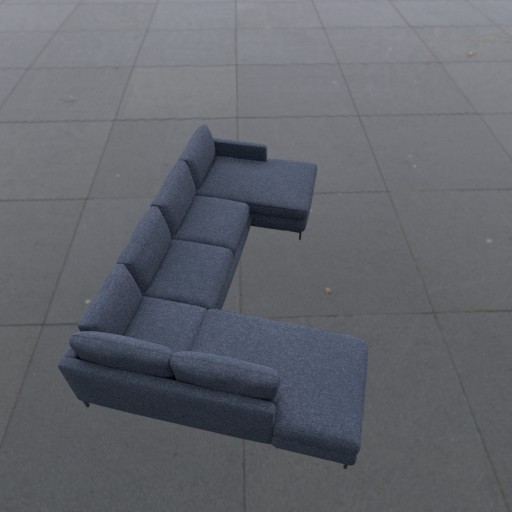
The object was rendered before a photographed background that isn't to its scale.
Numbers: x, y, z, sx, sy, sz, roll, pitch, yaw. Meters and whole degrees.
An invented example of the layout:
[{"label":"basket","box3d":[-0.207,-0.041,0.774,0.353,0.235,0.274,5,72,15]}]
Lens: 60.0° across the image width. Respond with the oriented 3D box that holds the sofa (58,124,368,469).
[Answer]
[{"label":"sofa","box3d":[0.000,0.000,3.841,2.007,0.813,2.956,9,47,9]}]
